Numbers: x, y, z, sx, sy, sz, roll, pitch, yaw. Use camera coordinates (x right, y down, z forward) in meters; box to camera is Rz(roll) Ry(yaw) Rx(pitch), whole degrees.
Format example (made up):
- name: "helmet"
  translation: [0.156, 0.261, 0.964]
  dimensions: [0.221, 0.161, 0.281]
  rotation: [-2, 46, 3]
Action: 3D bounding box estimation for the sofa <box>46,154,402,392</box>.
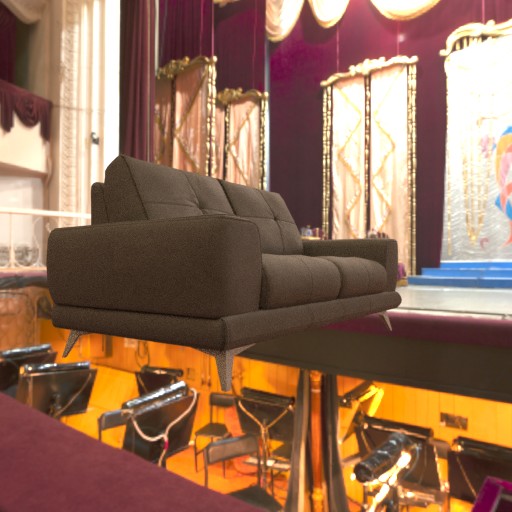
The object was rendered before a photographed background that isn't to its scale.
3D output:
- name: "sofa"
  translation: [0.000, 0.000, 2.356]
  dimensions: [1.018, 0.907, 1.806]
  rotation: [-1, -1, 35]
